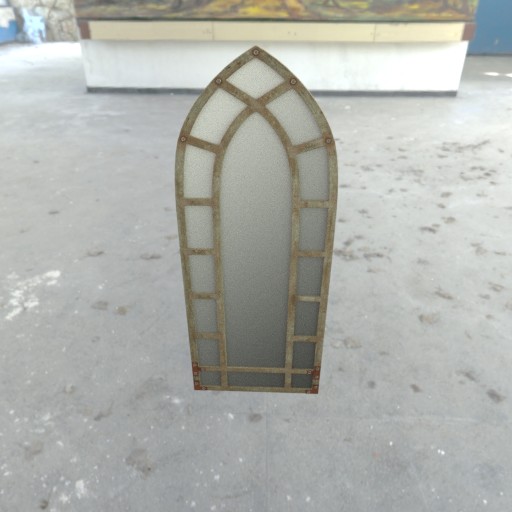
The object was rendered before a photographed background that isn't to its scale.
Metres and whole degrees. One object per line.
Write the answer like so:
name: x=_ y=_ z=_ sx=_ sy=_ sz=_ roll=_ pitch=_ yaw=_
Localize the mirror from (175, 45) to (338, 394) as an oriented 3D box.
mirror: x=0.000 y=0.000 z=1.361 sx=0.464 sy=1.175 sz=0.025 roll=1 pitch=31 yaw=2
